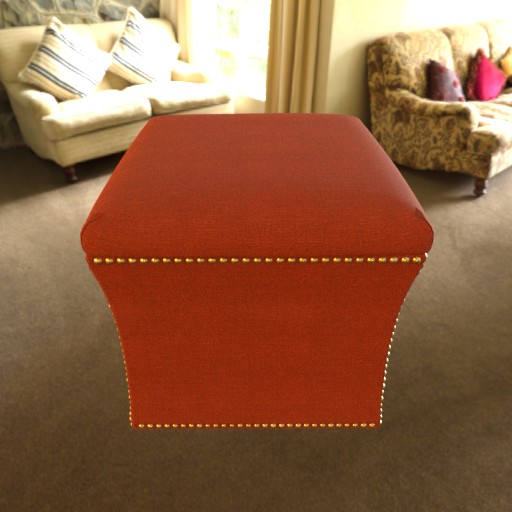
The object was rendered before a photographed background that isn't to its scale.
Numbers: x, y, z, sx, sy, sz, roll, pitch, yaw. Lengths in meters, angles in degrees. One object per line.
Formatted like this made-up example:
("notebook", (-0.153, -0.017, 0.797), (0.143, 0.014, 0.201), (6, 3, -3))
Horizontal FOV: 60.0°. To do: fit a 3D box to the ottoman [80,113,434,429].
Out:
("ottoman", (0.000, 0.000, 0.896), (0.497, 0.475, 0.507), (0, 34, 0))
